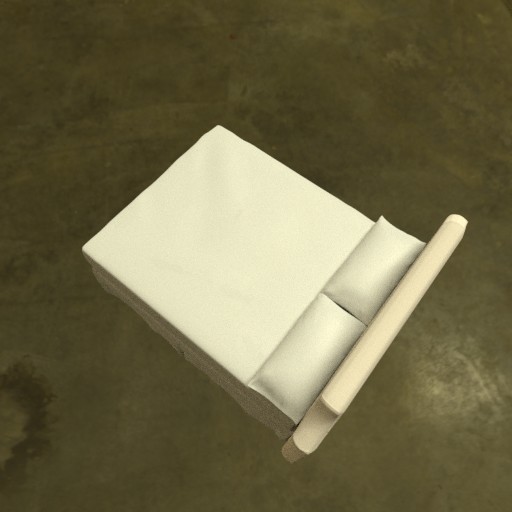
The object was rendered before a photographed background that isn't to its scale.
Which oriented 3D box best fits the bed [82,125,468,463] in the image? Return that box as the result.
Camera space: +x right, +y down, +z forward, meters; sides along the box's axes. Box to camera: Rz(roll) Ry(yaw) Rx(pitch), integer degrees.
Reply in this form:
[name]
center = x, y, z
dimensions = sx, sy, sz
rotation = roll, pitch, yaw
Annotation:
[bed]
center = 0.000, 0.000, 3.283
dimensions = 2.164, 1.297, 1.828
rotation = 36, 68, 16
